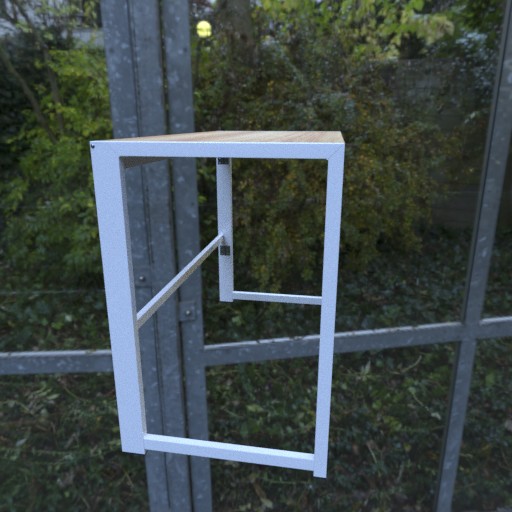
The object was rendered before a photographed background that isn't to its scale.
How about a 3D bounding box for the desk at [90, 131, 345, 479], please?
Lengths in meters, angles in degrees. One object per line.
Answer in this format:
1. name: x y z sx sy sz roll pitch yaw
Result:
1. desk: 0.000 0.000 1.442 0.508 0.762 1.016 3 17 9
